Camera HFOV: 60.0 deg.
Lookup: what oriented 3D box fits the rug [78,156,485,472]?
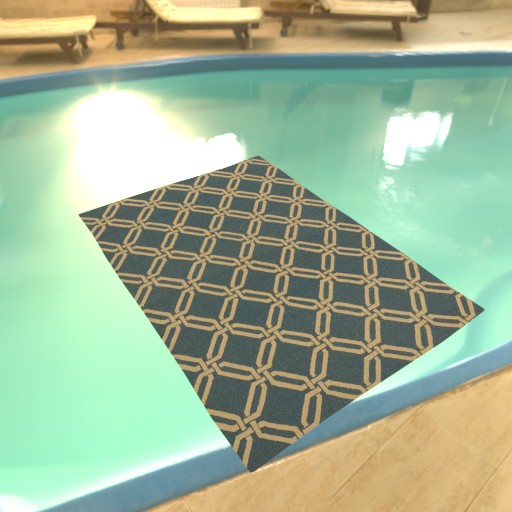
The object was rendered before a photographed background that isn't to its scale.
[{"bbox_3d":[0.000,0.000,2.700,1.524,0.013,2.135,-24,46,-26],"label":"rug"}]
